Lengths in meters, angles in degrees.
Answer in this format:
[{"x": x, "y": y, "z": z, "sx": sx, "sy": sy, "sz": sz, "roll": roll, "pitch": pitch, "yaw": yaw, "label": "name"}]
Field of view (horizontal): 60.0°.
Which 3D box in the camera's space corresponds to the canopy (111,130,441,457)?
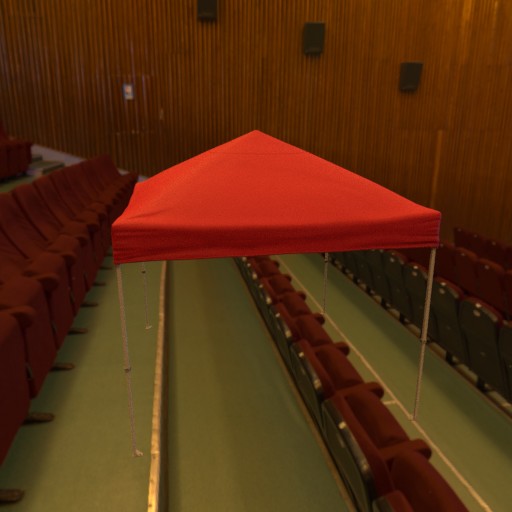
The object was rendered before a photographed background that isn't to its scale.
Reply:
[{"x": 0.000, "y": 0.000, "z": 5.478, "sx": 2.998, "sy": 2.997, "sz": 2.996, "roll": -3, "pitch": 16, "yaw": -11, "label": "canopy"}]
